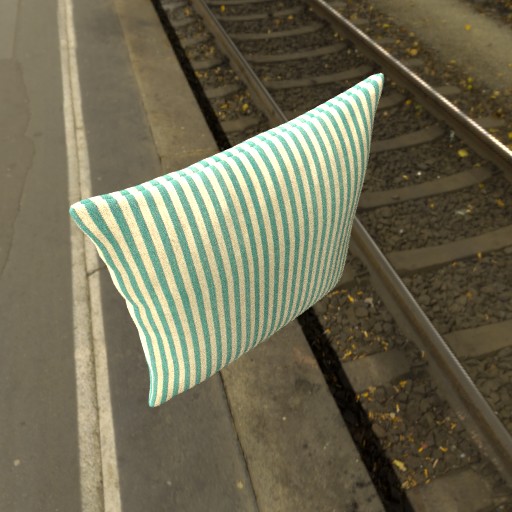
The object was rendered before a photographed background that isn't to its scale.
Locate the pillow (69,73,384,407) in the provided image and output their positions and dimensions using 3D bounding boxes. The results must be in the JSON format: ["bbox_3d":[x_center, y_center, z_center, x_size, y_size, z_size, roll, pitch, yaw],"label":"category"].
[{"bbox_3d":[0.000,0.000,0.775,0.523,0.510,0.166,-31,54,-25],"label":"pillow"}]
